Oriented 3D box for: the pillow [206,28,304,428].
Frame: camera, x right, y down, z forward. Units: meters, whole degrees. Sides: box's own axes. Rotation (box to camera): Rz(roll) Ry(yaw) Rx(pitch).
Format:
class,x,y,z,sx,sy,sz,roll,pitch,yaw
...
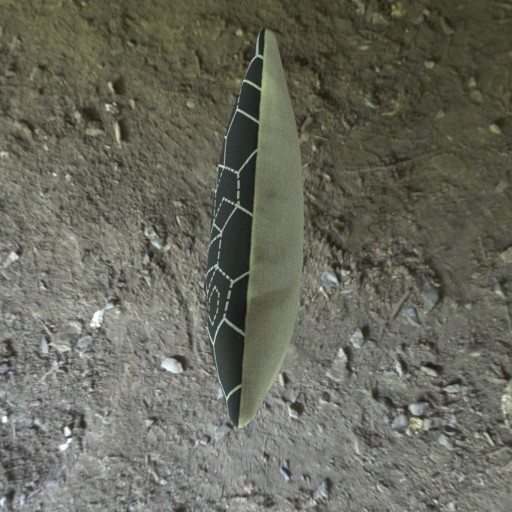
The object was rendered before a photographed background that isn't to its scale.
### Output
class,x,y,z,sx,sy,sz,roll,pitch,yaw
pillow,0.000,0.000,0.786,0.158,0.508,0.517,3,75,1
